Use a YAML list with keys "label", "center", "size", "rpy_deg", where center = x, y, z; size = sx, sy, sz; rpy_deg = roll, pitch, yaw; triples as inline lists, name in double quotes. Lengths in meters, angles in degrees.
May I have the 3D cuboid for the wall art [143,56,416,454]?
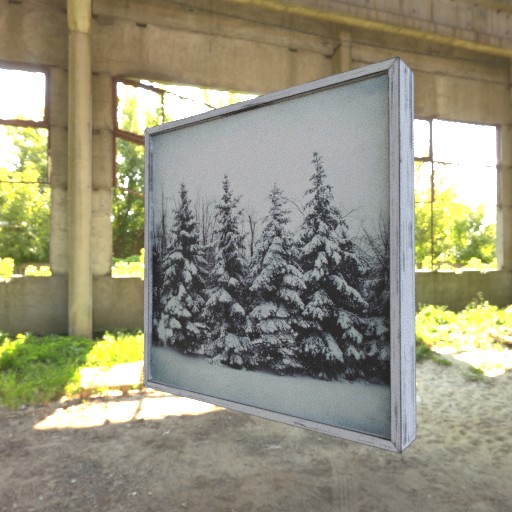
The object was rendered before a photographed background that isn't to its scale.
- label: "wall art"
  center: [0.000, 0.000, 0.444]
  size: [0.303, 0.303, 0.036]
  rpy_deg: [-1, -1, 37]
